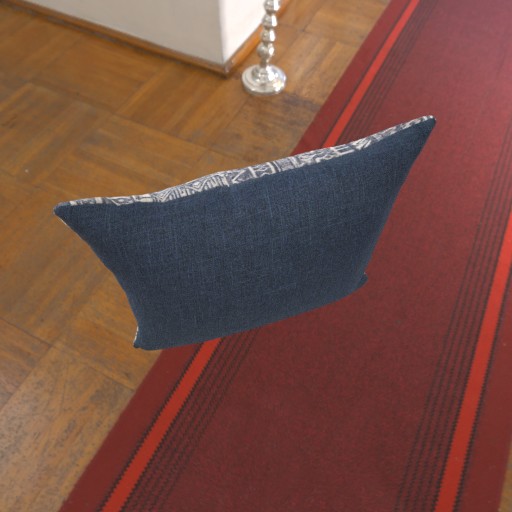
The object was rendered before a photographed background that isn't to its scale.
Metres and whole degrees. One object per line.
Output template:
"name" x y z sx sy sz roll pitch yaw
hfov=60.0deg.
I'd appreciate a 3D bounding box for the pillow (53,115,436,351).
"pillow" 0.000 0.000 0.791 0.546 0.487 0.180 -16 59 -9
